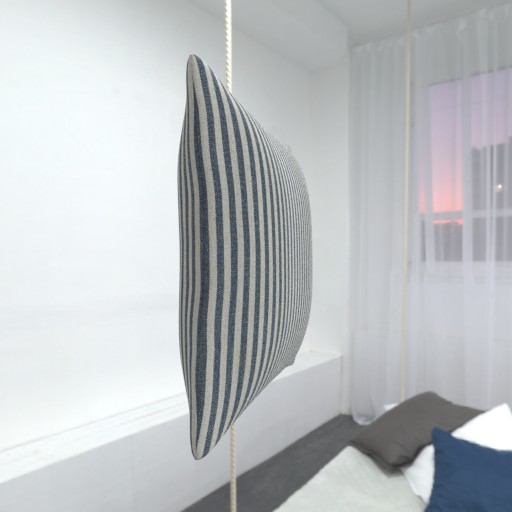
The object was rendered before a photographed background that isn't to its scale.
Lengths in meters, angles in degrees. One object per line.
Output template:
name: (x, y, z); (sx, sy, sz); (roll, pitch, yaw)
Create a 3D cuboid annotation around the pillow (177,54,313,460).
pillow: (0.000, 0.000, 0.792); (0.166, 0.510, 0.523); (0, 1, 17)
